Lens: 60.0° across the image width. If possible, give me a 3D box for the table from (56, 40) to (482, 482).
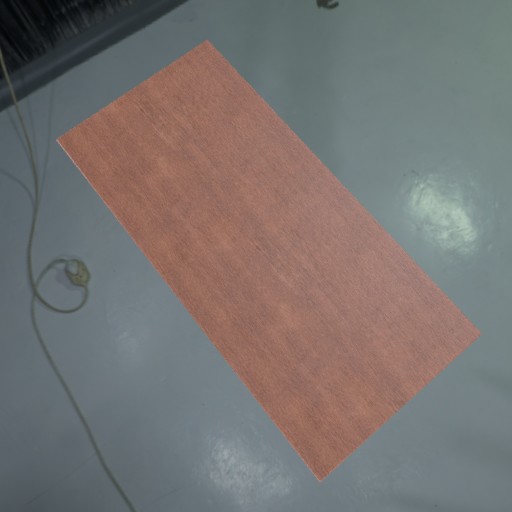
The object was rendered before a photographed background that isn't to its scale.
[{"bbox_3d":[0.000,0.000,1.278,0.483,0.457,1.016,-38,78,-10],"label":"table"}]
